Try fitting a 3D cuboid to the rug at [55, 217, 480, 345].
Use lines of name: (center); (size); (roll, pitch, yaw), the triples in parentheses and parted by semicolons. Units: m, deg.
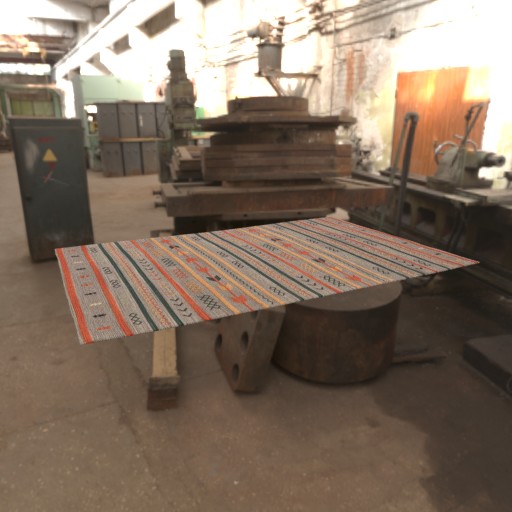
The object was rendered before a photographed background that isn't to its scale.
rug: (0.000, 0.000, 2.278); (1.835, 0.017, 1.220); (-8, 19, -26)
